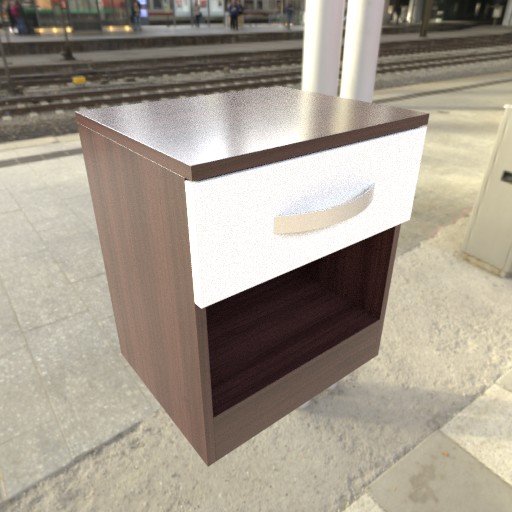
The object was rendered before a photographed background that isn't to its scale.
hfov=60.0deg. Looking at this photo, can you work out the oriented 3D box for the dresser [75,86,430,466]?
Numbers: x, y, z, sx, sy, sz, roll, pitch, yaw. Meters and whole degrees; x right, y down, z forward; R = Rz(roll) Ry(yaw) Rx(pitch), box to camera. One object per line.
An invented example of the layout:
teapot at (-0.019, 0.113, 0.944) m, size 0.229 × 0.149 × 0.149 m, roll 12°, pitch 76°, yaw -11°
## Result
dresser at (0.000, 0.000, 0.755) m, size 0.400 × 0.470 × 0.360 m, roll -21°, pitch 35°, yaw -33°
